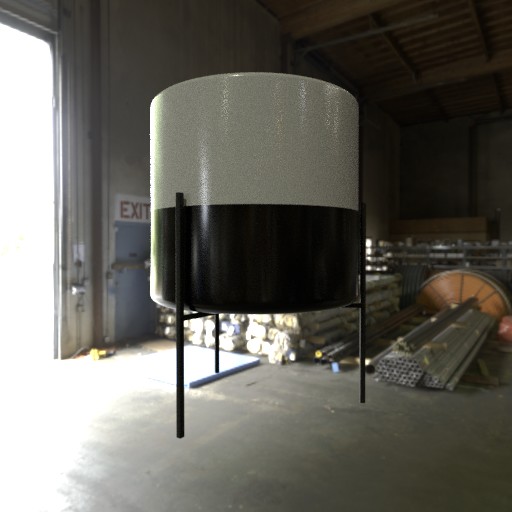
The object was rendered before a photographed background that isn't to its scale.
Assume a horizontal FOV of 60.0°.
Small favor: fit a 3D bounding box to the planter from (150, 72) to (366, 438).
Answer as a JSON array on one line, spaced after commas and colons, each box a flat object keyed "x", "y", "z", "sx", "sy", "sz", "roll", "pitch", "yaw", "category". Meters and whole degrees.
[{"x": 0.000, "y": 0.000, "z": 0.658, "sx": 0.310, "sy": 0.432, "sz": 0.310, "roll": 0, "pitch": 1, "yaw": 19, "category": "planter"}]
